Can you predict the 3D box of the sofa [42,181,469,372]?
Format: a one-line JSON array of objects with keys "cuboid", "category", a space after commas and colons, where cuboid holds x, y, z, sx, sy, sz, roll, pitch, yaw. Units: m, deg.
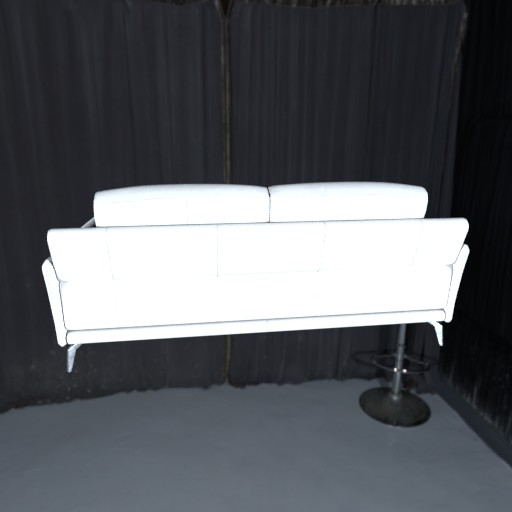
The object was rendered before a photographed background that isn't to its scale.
[{"cuboid": [0.000, 0.000, 2.629, 2.101, 0.930, 1.049, -2, 15, -8], "category": "sofa"}]
